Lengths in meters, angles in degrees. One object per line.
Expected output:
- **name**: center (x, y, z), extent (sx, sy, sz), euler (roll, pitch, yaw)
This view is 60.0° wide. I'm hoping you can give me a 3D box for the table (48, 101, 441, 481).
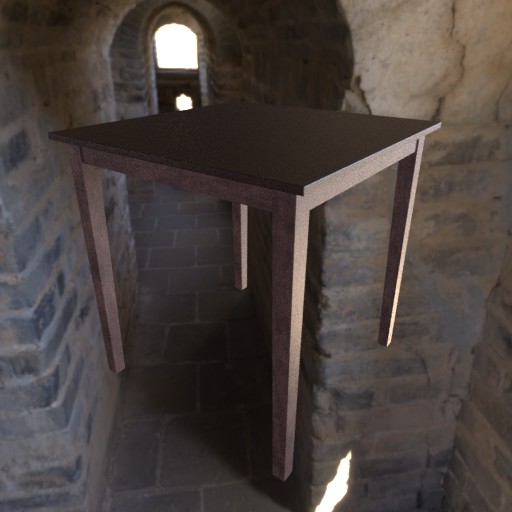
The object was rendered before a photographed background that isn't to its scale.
- **table**: center (0.000, 0.000, 1.354), extent (0.749, 0.770, 0.749), euler (18, 32, 32)
